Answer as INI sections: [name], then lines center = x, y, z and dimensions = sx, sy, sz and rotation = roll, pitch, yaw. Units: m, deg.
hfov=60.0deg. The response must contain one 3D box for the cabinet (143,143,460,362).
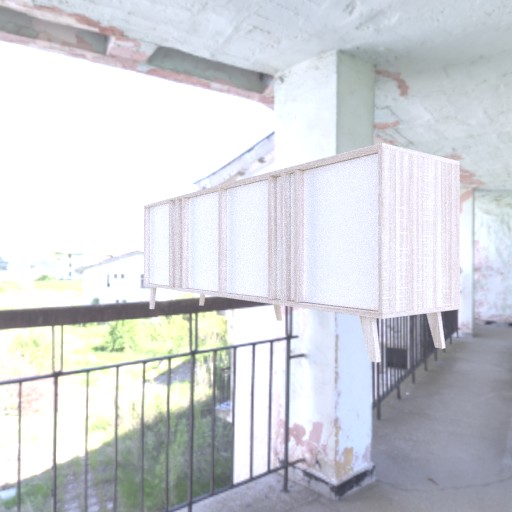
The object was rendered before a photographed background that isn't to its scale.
[cabinet]
center = 0.000, 0.000, 2.585
dimensions = 0.500, 0.780, 2.200
rotation = 0, 0, -36
